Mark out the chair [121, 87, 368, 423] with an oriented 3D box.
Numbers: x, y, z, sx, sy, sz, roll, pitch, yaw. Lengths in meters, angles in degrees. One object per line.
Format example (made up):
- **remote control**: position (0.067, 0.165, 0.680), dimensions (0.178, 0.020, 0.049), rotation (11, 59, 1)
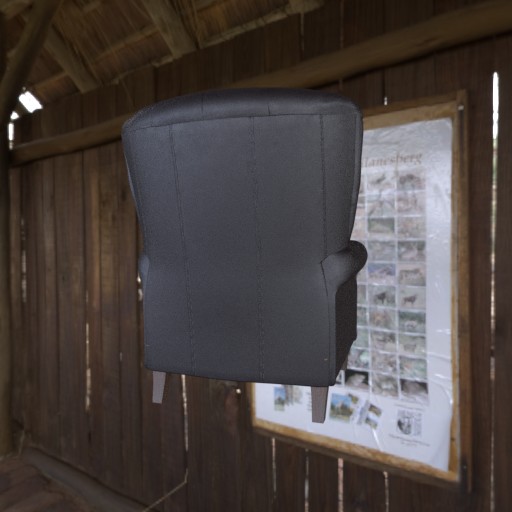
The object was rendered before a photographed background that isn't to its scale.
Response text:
- **chair**: position (0.000, 0.000, 1.934), dimensions (0.948, 1.158, 1.058), rotation (0, 1, 18)
